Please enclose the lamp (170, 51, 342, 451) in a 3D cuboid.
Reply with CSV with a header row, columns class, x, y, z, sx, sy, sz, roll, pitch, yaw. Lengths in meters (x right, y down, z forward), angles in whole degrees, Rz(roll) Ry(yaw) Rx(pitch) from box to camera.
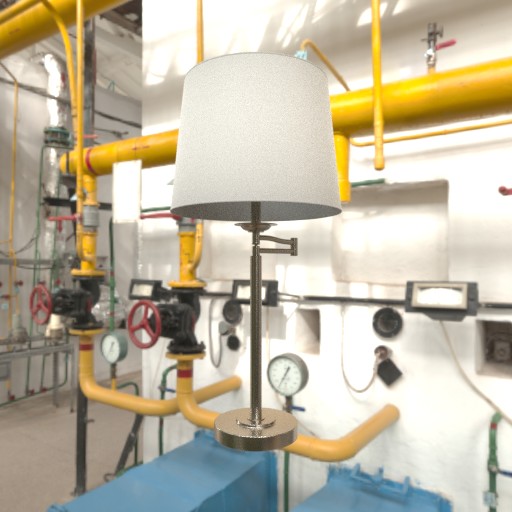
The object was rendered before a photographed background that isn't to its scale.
class,x,y,z,sx,sy,sz,roll,pitch,yaw
lamp,0.000,0.000,0.872,0.333,0.696,0.333,0,-1,0
